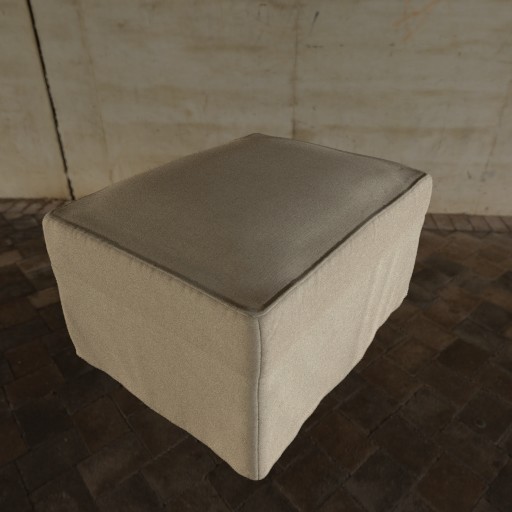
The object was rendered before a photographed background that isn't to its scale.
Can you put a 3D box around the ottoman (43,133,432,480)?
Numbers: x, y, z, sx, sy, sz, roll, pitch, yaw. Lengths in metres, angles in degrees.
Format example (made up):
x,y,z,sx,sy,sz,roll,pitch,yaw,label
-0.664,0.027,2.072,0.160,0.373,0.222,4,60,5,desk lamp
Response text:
x,y,z,sx,sy,sz,roll,pitch,yaw,label
0.000,0.000,1.215,0.650,0.485,0.833,22,37,31,ottoman
